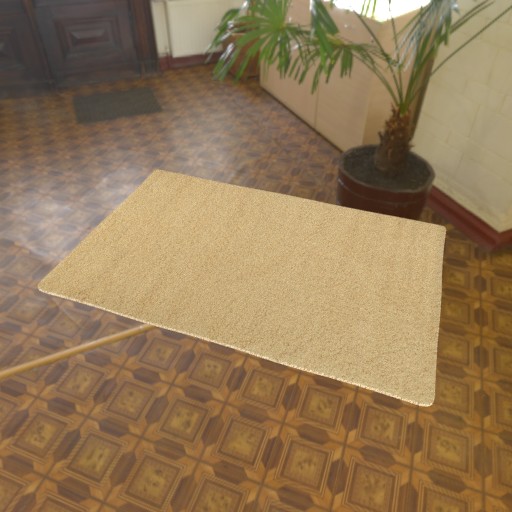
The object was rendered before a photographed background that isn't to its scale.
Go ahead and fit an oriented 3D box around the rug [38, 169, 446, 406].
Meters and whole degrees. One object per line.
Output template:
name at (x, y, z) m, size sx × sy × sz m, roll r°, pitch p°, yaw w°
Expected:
rug at (0.000, 0.000, 2.947) m, size 2.349 × 0.026 × 1.500 m, roll 13°, pitch 43°, yaw 15°
